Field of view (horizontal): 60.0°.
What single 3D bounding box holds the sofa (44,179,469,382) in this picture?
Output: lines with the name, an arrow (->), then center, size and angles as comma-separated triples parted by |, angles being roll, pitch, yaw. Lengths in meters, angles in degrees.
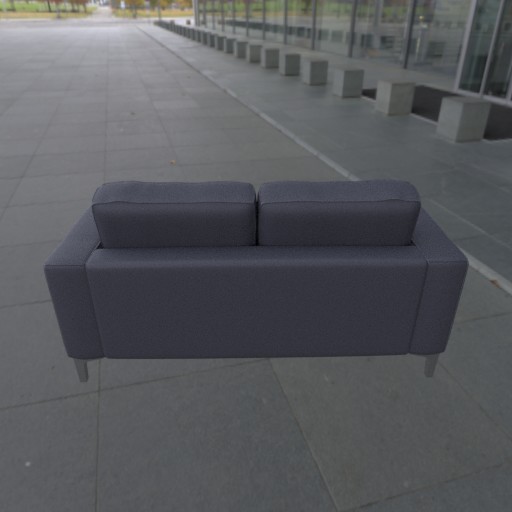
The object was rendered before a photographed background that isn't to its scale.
sofa -> 0.000, 0.000, 2.183 | 1.726, 0.893, 0.833 | -1, 29, -1
